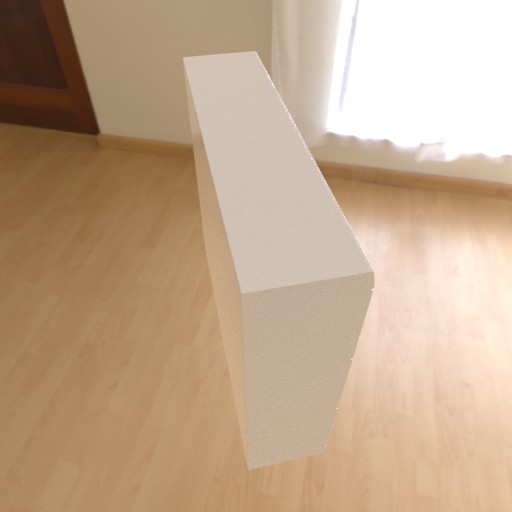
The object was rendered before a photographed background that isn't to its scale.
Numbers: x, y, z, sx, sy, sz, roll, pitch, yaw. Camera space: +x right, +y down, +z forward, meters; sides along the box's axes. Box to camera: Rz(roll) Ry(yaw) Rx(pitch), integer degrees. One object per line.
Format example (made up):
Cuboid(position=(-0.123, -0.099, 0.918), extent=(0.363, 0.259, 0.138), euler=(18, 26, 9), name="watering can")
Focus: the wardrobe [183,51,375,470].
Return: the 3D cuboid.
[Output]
Cuboid(position=(0.000, 0.000, 1.928), extent=(0.360, 1.200, 1.340), euler=(-9, 47, -8), name="wardrobe")
